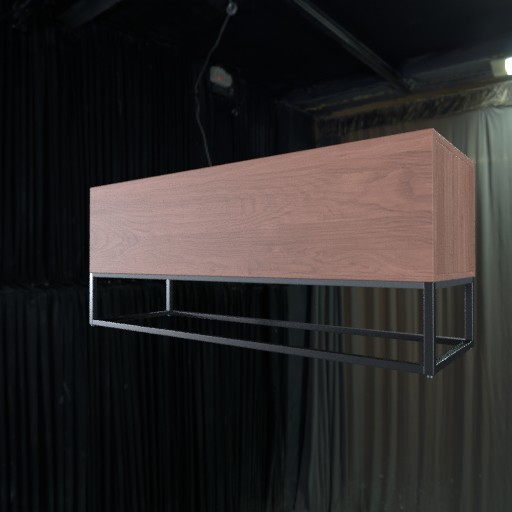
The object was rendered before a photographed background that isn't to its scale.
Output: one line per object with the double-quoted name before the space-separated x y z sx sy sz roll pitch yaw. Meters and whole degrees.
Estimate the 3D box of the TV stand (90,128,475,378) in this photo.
"TV stand" 0.000 0.000 1.411 1.200 0.500 0.415 -1 -1 37
